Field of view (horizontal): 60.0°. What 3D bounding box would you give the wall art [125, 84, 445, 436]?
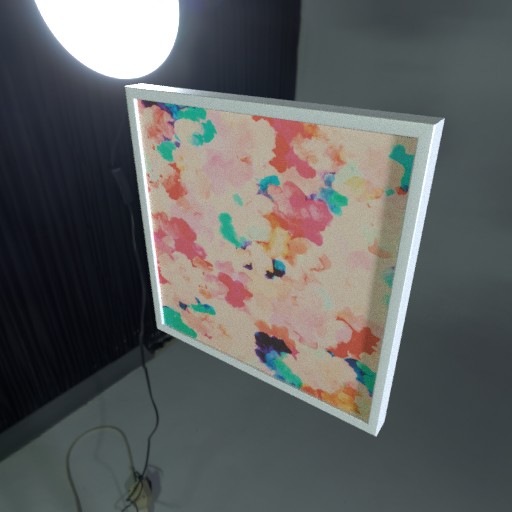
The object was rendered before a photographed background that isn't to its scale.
[{"bbox_3d":[0.000,0.000,0.748,0.506,0.505,0.038,18,34,30],"label":"wall art"}]
